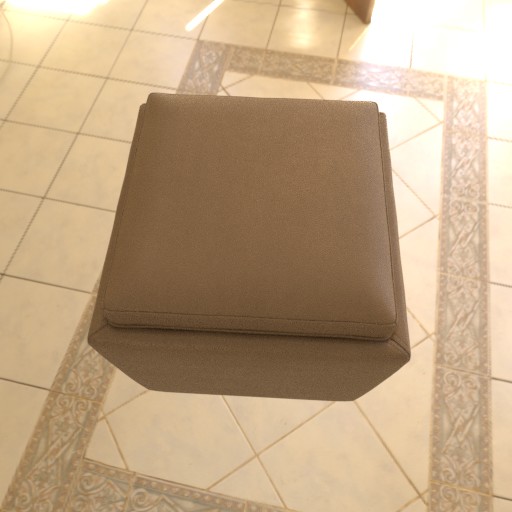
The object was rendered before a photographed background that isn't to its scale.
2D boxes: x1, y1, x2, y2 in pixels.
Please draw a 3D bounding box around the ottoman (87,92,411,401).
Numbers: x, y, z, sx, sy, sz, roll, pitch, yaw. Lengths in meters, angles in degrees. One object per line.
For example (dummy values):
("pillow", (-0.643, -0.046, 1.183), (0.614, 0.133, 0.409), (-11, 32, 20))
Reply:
("ottoman", (0.000, 0.000, 0.821), (0.450, 0.460, 0.451), (3, 64, 1))
